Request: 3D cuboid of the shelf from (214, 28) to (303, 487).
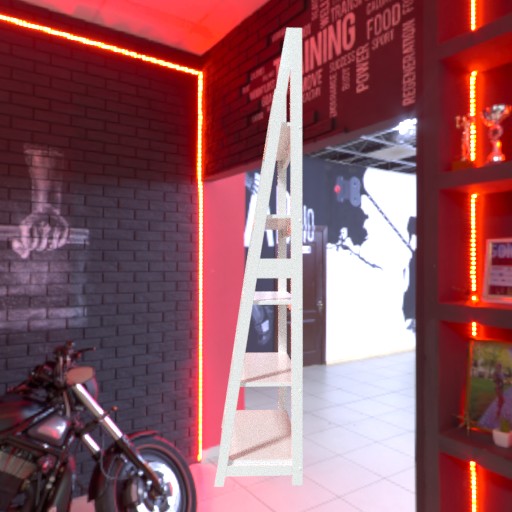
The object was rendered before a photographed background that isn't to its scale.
[{"bbox_3d":[0.000,0.000,2.033,0.341,1.779,0.636,0,-1,-2],"label":"shelf"}]
